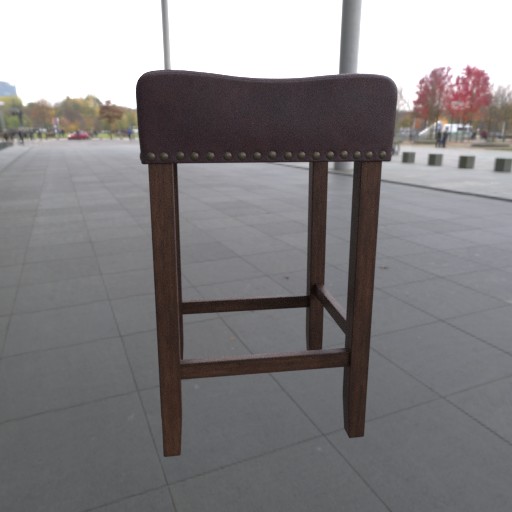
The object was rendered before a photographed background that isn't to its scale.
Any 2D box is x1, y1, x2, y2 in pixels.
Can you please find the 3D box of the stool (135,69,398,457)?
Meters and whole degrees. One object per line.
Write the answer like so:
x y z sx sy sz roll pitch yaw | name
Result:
0.000 0.000 1.045 0.465 0.769 0.401 -2 16 -8 | stool
